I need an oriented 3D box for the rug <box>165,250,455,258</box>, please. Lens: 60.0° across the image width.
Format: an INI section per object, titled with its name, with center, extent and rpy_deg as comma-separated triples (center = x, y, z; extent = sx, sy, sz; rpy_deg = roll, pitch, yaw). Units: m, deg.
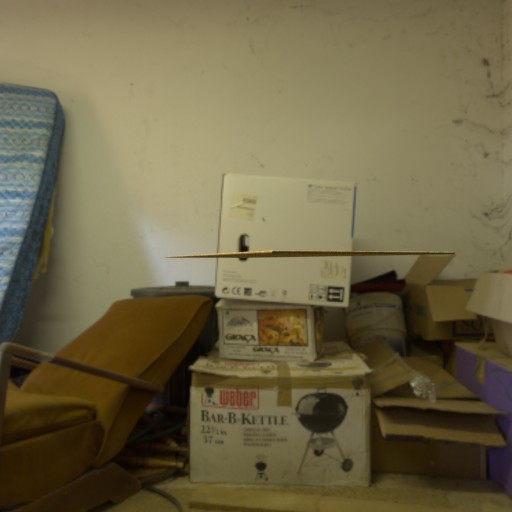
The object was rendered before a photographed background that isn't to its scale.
[rug]
center = 0.000, 0.000, 2.727
extent = 0.775, 0.010, 2.438
rpy_deg = 0, -1, -20
